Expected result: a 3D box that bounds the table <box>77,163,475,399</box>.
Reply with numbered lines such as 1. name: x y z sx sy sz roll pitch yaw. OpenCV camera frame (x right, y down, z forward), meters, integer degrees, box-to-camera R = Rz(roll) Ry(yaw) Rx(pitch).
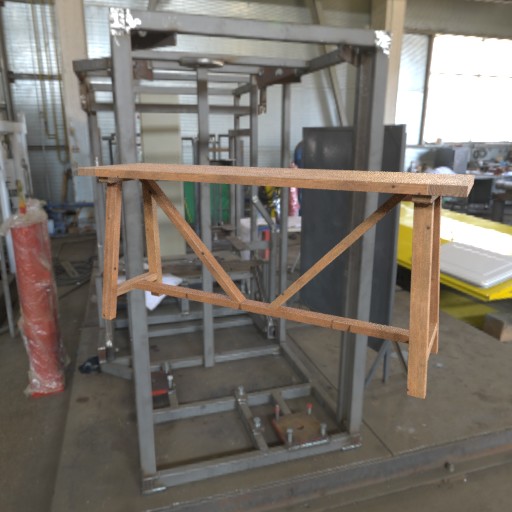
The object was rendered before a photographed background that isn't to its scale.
1. table: 0.000 0.000 2.145 1.800 0.810 0.465 8 17 27
